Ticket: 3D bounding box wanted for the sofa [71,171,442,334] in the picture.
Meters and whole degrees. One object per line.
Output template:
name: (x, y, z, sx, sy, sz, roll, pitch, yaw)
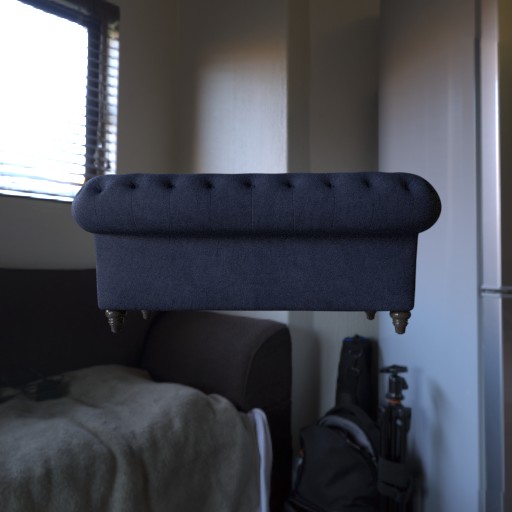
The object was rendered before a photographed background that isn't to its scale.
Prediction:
sofa: (0.000, 0.000, 2.553, 1.988, 0.833, 1.082, 0, -1, 2)
